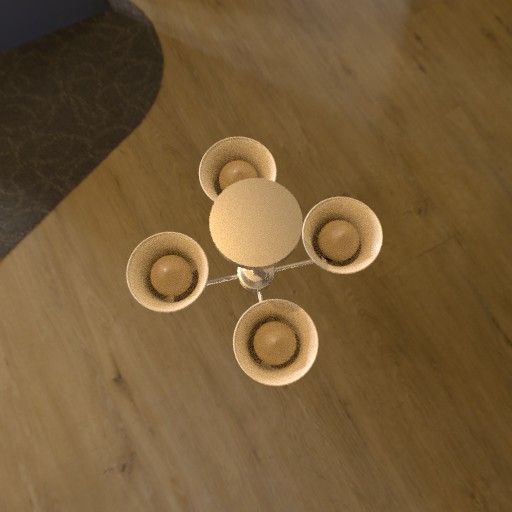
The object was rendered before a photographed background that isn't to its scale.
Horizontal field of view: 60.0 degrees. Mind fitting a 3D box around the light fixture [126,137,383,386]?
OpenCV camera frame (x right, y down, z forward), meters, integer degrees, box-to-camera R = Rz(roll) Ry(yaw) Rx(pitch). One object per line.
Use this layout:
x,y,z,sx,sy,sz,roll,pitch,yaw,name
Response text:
0.000,0.000,0.749,0.427,0.370,0.427,-12,76,-3,light fixture
